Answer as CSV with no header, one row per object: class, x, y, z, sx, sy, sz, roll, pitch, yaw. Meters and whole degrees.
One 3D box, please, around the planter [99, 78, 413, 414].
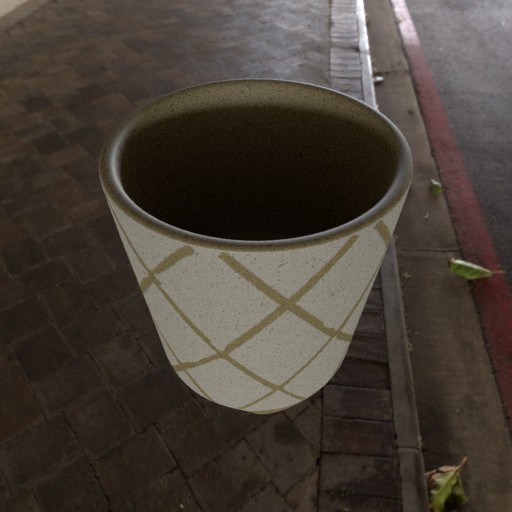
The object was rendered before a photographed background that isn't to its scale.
planter,0.000,0.000,0.346,0.191,0.199,0.191,0,45,0
